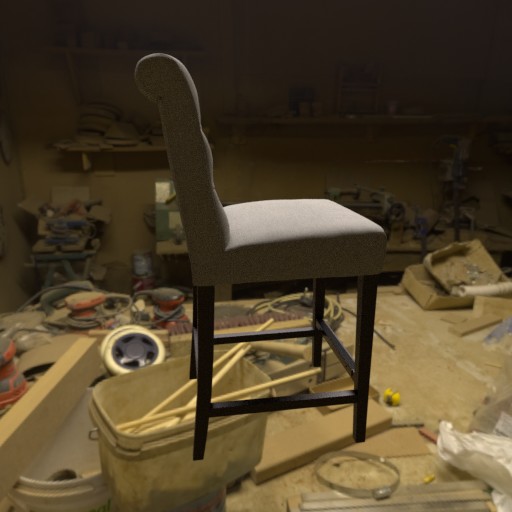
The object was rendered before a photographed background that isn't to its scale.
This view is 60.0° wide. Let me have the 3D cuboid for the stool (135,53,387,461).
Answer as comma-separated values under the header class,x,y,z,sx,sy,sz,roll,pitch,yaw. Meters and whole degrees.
class,x,y,z,sx,sy,sz,roll,pitch,yaw
stool,0.000,0.000,1.318,0.601,1.040,0.493,-3,17,-9
